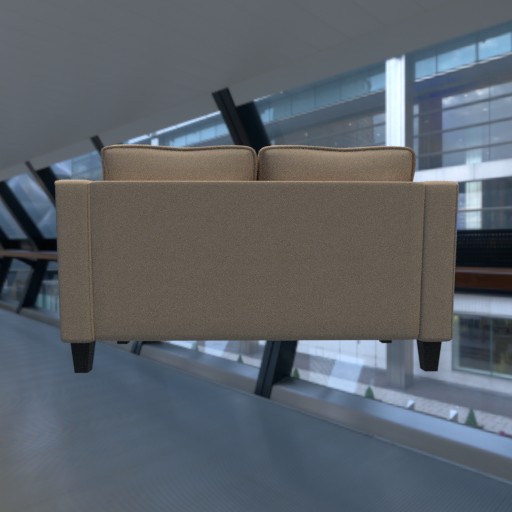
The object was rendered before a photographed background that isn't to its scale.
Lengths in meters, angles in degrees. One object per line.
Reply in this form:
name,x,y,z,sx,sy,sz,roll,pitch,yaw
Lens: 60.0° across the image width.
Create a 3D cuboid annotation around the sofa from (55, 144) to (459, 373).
sofa,0.000,0.000,3.484,2.587,1.562,1.351,0,0,-1
